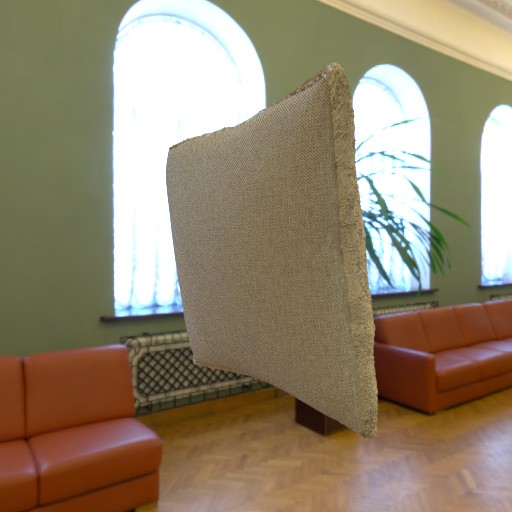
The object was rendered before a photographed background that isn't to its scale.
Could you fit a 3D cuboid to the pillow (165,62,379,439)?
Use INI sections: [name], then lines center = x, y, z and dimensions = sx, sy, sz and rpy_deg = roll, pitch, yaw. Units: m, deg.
[pillow]
center = 0.000, 0.000, 0.818
dimensions = 0.218, 0.515, 0.529
rpy_deg = 0, 1, -36
